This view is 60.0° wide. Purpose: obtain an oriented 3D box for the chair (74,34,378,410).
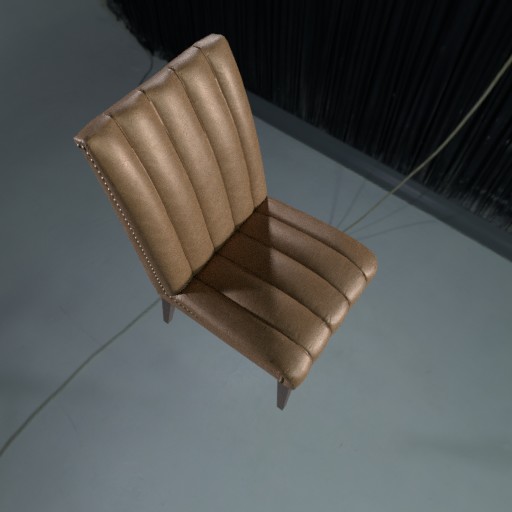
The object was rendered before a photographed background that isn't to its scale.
[{"bbox_3d":[0.000,0.000,1.371,0.647,1.016,0.511,32,63,18],"label":"chair"}]
